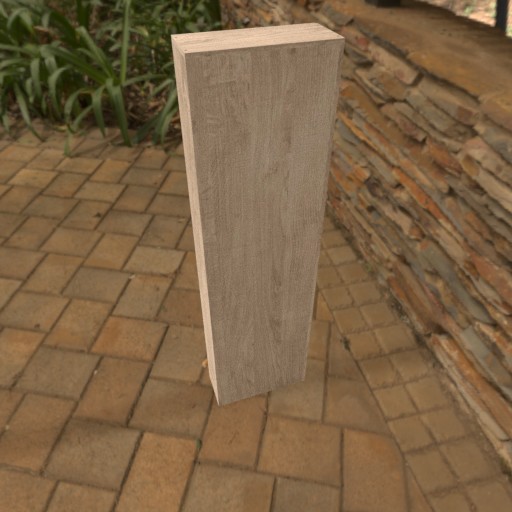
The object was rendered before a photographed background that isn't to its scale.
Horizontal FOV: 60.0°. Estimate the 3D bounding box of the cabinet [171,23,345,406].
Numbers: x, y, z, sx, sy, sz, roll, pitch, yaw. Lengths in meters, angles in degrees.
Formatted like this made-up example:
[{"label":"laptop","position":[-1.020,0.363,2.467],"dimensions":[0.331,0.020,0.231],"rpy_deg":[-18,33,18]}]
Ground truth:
[{"label":"cabinet","position":[0.000,0.000,1.955],"dimensions":[0.500,1.790,0.230],"rpy_deg":[-12,41,-14]}]
